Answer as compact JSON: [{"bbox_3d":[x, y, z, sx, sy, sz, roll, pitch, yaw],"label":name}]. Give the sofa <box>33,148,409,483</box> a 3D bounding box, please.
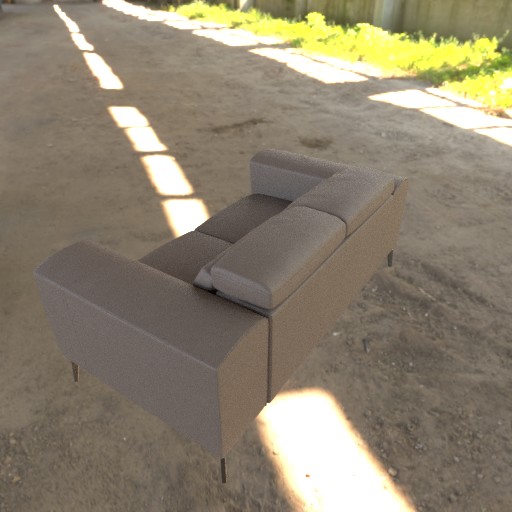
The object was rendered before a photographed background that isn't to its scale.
[{"bbox_3d":[0.000,0.000,2.374,1.003,0.779,1.895,20,37,28],"label":"sofa"}]
